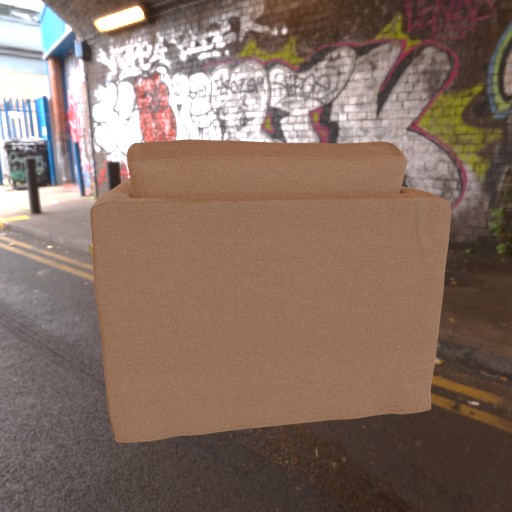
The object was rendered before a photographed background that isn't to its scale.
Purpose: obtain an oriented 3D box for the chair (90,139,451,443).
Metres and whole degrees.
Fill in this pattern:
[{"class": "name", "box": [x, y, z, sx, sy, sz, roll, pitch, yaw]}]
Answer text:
[{"class": "chair", "box": [0.000, 0.000, 1.715, 1.057, 0.867, 0.949, -2, 14, -9]}]
